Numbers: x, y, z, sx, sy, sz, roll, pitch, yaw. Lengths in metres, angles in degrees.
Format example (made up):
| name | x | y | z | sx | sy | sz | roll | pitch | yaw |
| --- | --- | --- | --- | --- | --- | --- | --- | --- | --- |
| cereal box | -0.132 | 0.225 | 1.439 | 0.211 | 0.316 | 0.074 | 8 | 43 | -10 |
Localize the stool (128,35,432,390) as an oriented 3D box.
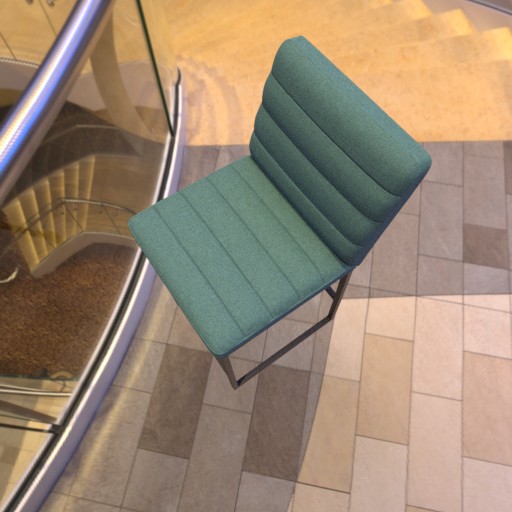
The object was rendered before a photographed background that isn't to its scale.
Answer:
| name | x | y | z | sx | sy | sz | roll | pitch | yaw |
| --- | --- | --- | --- | --- | --- | --- | --- | --- | --- |
| stool | 0.000 | 0.000 | 1.348 | 0.560 | 1.040 | 0.460 | -33 | 70 | -14 |
